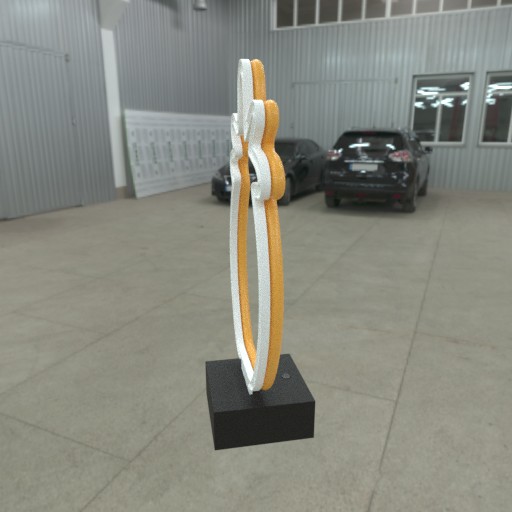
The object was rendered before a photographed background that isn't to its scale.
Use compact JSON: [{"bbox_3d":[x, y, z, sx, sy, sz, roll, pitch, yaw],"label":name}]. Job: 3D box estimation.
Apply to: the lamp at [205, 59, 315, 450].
[{"bbox_3d":[0.000,0.000,0.386,0.088,0.317,0.167,-3,16,-10],"label":"lamp"}]
